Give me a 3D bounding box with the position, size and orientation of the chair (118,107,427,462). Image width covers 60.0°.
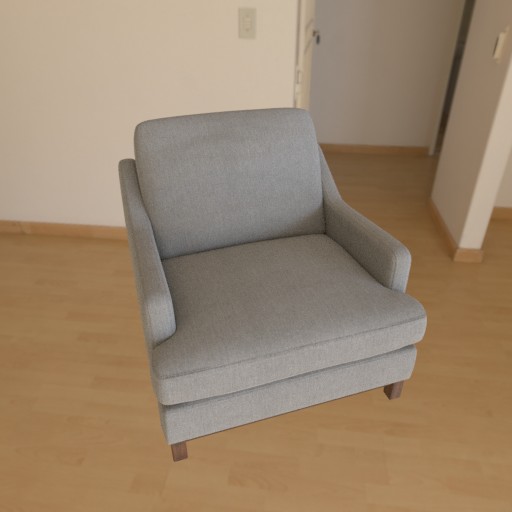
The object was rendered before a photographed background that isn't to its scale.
[{"bbox_3d":[0.000,0.000,1.531,0.826,0.821,0.892,-10,33,-15],"label":"chair"}]
